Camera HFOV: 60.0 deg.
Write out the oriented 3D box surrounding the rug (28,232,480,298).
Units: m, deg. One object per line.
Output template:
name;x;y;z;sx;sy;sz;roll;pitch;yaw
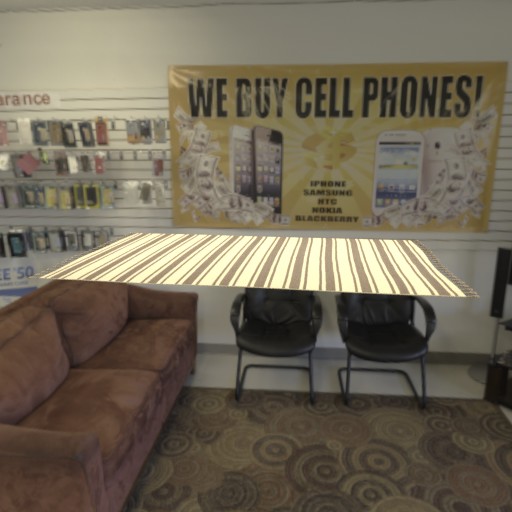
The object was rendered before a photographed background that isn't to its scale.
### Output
rug;0.000;0.000;2.592;2.096;0.011;1.229;2;13;8
